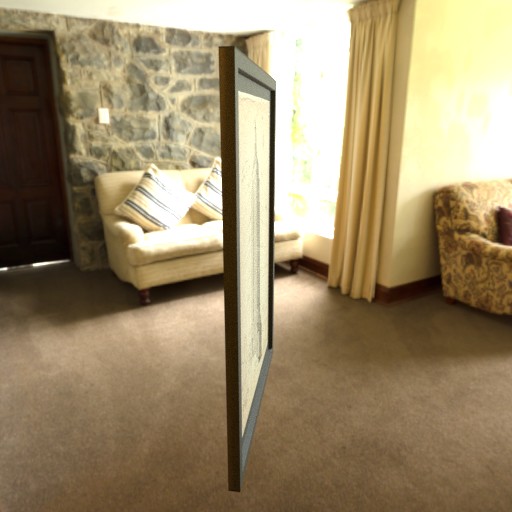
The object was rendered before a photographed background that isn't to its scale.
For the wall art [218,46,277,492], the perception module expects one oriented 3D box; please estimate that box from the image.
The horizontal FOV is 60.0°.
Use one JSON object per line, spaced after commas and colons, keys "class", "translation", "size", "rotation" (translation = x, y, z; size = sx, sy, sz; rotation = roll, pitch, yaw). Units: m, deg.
{"class": "wall art", "translation": [0.000, 0.000, 0.551], "size": [0.013, 0.431, 0.303], "rotation": [3, 17, 8]}
